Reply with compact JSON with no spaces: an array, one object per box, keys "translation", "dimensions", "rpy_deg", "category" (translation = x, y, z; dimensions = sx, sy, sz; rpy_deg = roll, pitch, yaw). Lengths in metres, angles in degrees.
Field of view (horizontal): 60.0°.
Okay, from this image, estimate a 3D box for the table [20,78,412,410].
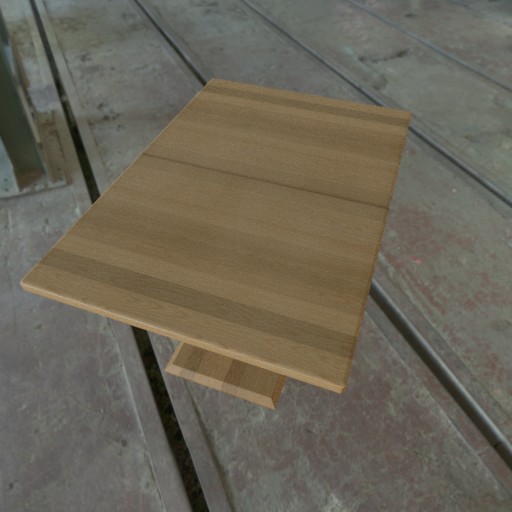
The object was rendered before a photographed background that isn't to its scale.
[{"translation":[0.000,0.000,1.792],"dimensions":[0.900,0.770,1.300],"rpy_deg":[15,49,14],"category":"table"}]
